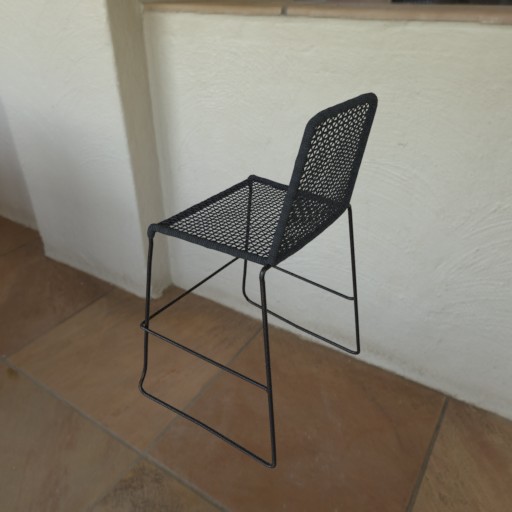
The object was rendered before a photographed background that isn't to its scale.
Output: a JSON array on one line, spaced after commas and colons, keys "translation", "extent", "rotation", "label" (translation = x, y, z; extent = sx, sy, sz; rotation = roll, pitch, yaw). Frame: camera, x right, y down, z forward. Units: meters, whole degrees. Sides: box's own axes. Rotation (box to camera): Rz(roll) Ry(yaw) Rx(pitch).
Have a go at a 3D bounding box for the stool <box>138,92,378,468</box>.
[{"translation": [0.000, 0.000, 1.257], "extent": [0.509, 0.905, 0.590], "rotation": [21, 37, 30], "label": "stool"}]
